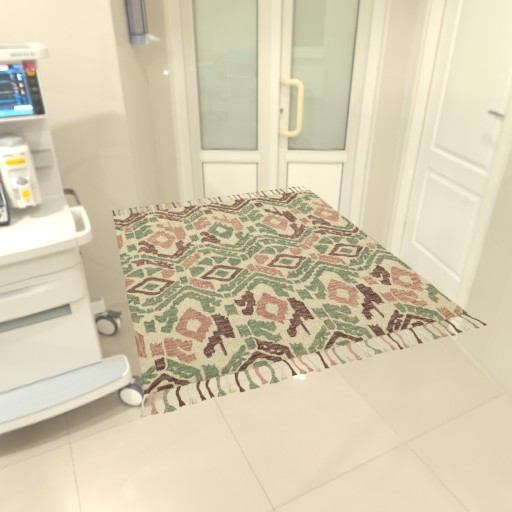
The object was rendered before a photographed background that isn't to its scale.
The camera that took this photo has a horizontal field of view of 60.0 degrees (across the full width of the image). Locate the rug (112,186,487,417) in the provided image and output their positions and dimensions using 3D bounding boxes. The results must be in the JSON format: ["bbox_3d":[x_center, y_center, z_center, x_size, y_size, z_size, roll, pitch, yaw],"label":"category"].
[{"bbox_3d":[0.000,0.000,4.051,2.438,0.010,3.048,-10,31,-17],"label":"rug"}]
